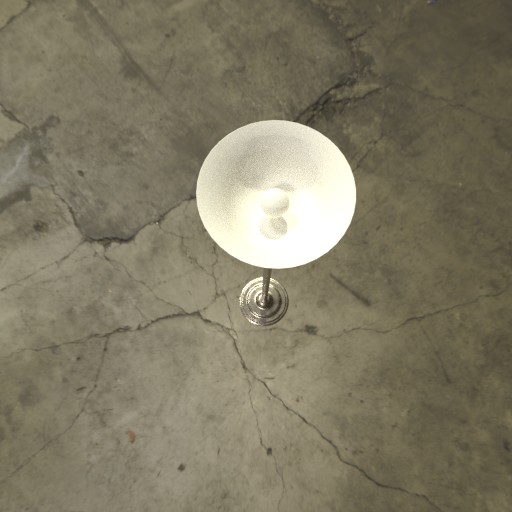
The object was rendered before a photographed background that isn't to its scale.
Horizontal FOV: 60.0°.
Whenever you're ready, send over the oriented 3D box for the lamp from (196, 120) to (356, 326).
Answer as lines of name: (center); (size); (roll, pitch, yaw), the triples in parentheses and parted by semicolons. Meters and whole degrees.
lamp: (0.000, 0.000, 2.004); (0.405, 1.785, 0.575); (-36, 78, -9)
